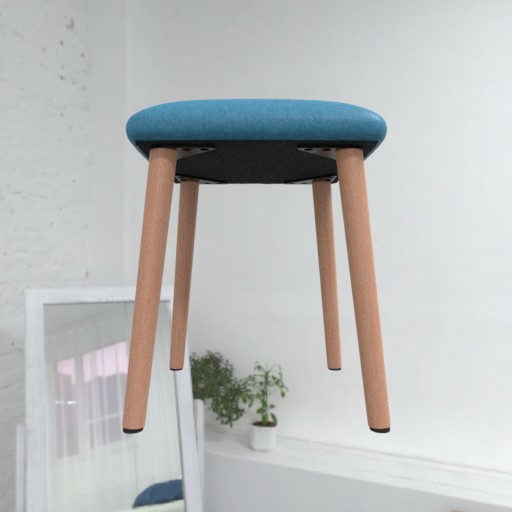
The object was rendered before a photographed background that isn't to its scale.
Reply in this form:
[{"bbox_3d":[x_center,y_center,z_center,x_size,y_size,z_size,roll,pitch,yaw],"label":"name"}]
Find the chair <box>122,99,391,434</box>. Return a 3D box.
[{"bbox_3d":[0.000,0.000,0.731,0.360,0.450,0.360,0,-1,0],"label":"chair"}]
